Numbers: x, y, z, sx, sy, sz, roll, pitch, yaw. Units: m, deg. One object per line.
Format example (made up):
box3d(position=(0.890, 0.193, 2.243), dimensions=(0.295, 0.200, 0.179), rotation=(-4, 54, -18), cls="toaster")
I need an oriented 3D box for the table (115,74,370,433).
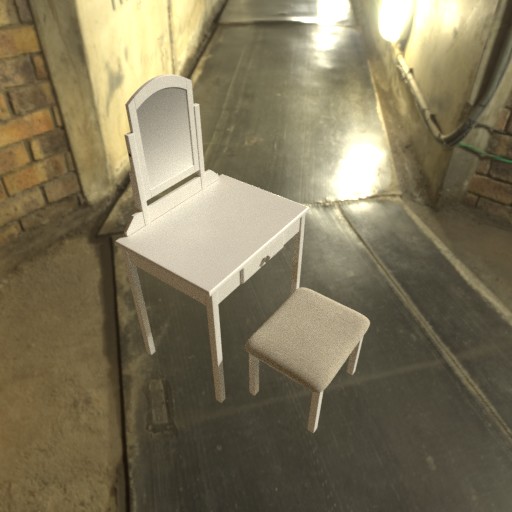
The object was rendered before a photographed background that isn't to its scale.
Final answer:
box3d(position=(0.000, 0.000, 2.345), dimensions=(1.211, 1.631, 0.876), rotation=(25, 46, 27), cls="table")
